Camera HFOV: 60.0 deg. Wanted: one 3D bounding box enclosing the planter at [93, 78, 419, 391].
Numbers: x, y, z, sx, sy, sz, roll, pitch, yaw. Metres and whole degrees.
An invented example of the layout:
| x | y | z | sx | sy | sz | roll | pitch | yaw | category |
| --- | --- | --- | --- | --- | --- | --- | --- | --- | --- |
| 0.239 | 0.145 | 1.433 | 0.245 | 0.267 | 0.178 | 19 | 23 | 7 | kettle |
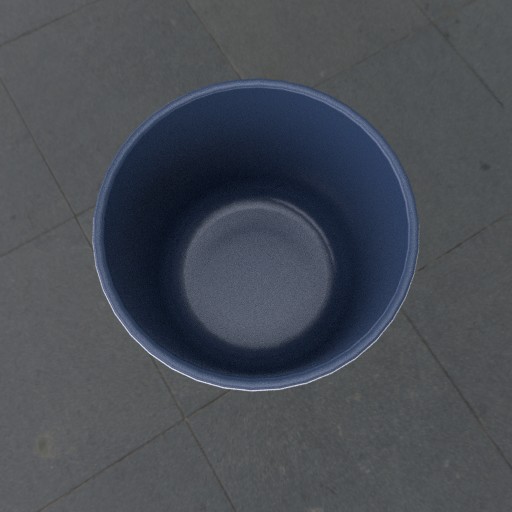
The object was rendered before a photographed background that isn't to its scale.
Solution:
| x | y | z | sx | sy | sz | roll | pitch | yaw | category |
| --- | --- | --- | --- | --- | --- | --- | --- | --- | --- |
| 0.000 | 0.000 | 0.399 | 0.224 | 0.203 | 0.224 | 0 | 76 | 0 | planter |
